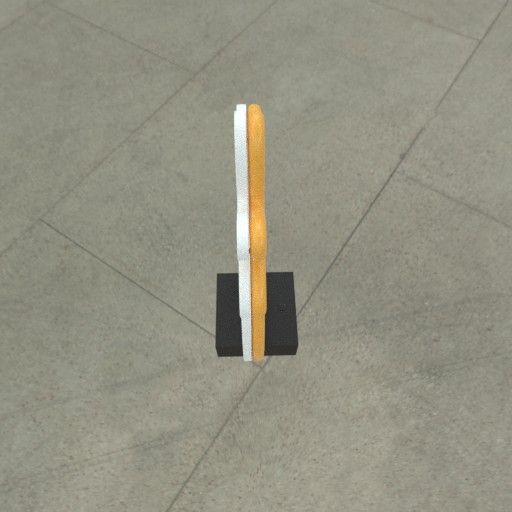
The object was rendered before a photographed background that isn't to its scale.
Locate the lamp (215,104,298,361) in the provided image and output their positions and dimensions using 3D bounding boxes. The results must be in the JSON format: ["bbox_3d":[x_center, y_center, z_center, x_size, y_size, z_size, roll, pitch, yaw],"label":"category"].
[{"bbox_3d":[0.000,0.000,0.385,0.088,0.317,0.167,-1,62,-1],"label":"lamp"}]
